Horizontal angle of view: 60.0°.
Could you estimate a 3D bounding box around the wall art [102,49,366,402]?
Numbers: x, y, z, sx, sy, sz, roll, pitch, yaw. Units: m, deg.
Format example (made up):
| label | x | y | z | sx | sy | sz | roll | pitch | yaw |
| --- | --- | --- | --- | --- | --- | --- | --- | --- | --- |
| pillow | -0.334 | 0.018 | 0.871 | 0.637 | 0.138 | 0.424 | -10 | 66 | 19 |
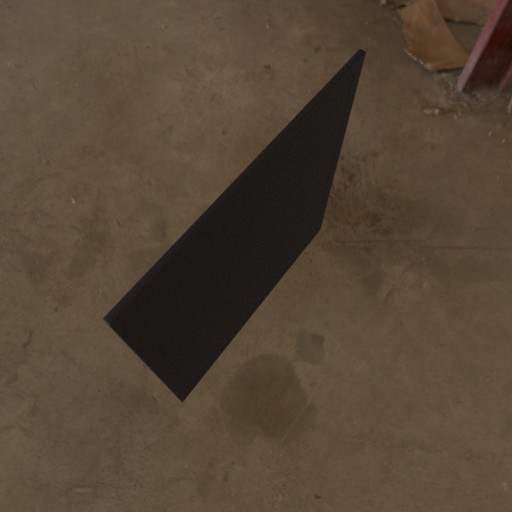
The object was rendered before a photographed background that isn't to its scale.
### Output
| label | x | y | z | sx | sy | sz | roll | pitch | yaw |
| --- | --- | --- | --- | --- | --- | --- | --- | --- | --- |
| wall art | 0.000 | 0.000 | 0.849 | 0.012 | 0.558 | 0.562 | 34 | 68 | 16 |
